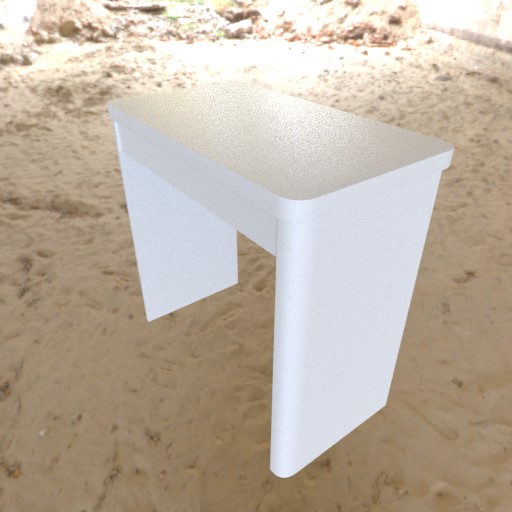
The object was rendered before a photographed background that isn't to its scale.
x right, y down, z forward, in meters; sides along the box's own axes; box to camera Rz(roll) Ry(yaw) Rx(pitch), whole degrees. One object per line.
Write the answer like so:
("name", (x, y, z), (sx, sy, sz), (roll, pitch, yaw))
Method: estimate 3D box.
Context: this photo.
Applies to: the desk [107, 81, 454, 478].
("desk", (0.000, 0.000, 1.248), (0.446, 0.760, 0.790), (-22, 39, -30))
